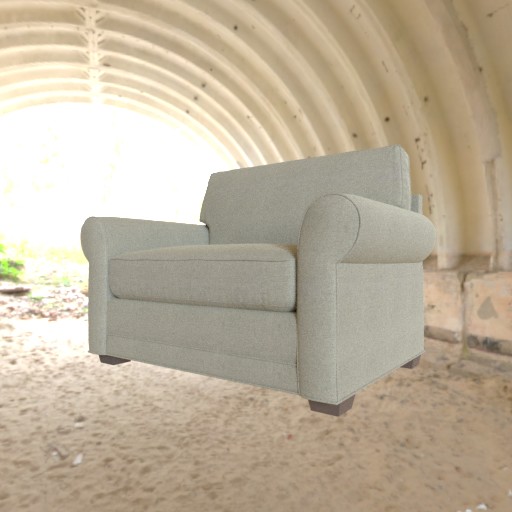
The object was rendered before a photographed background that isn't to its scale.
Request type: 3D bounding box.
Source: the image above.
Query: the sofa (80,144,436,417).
[{"bbox_3d":[0.000,0.000,2.031,1.405,0.991,0.936,0,-1,36],"label":"sofa"}]
